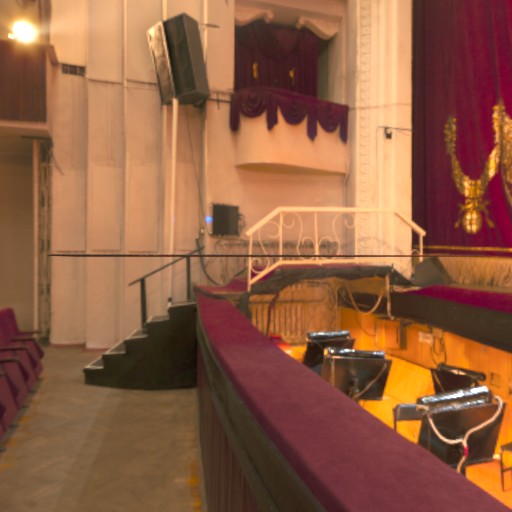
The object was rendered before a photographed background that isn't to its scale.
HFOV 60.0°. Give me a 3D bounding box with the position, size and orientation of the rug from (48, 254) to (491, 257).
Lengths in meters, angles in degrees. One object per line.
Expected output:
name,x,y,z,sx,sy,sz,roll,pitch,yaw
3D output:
rug,0.000,0.000,3.651,2.896,0.013,2.007,0,0,-18
